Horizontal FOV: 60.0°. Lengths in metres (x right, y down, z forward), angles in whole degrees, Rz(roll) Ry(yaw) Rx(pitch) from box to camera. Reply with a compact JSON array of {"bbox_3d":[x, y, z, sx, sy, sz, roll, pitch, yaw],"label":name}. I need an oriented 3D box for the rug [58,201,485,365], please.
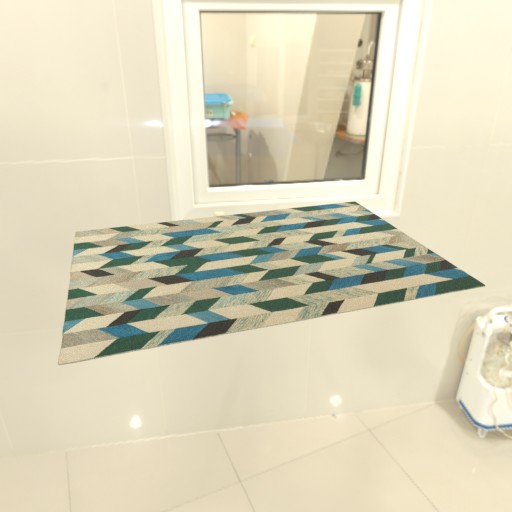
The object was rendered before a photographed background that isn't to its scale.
[{"bbox_3d":[0.000,0.000,2.305,1.827,0.005,1.229,-8,27,-15],"label":"rug"}]
